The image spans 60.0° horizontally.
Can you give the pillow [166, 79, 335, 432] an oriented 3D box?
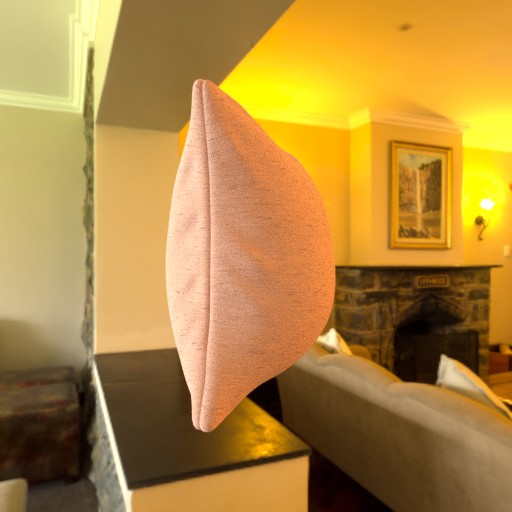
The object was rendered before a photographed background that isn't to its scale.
[{"bbox_3d":[0.000,0.000,0.713,0.246,0.415,0.432,0,-1,18],"label":"pillow"}]
